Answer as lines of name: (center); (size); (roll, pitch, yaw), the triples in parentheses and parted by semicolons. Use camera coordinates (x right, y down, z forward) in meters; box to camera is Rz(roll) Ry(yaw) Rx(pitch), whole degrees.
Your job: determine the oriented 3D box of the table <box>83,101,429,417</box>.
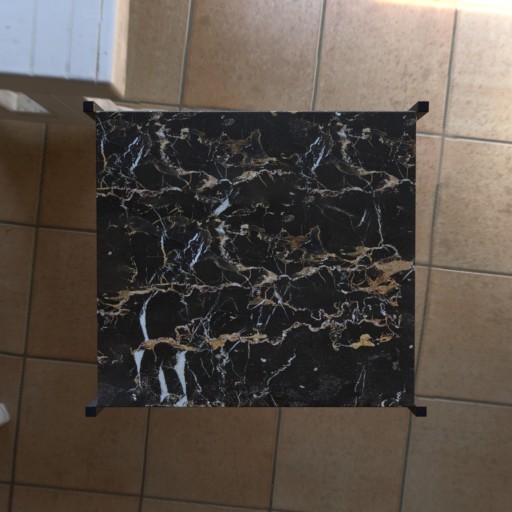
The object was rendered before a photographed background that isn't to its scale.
table: (0.000, 0.000, 0.870); (0.469, 0.534, 0.432); (0, 91, 0)
